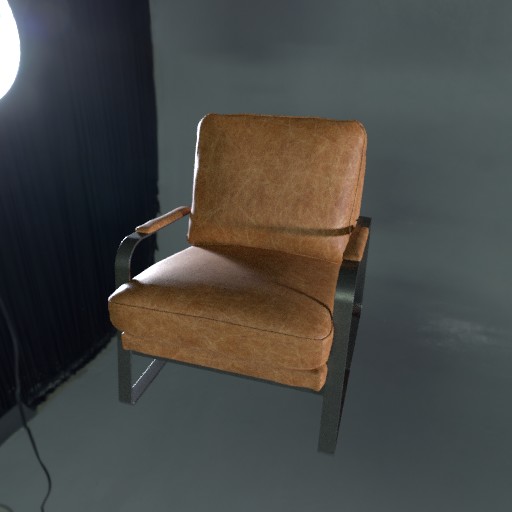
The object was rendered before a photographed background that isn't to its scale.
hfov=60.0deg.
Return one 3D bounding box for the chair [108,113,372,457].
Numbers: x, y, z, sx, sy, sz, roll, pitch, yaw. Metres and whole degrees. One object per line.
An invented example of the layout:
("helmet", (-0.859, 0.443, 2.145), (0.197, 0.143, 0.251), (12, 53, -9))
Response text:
("chair", (0.000, 0.000, 1.380), (0.651, 0.777, 0.801), (8, 27, 16))
